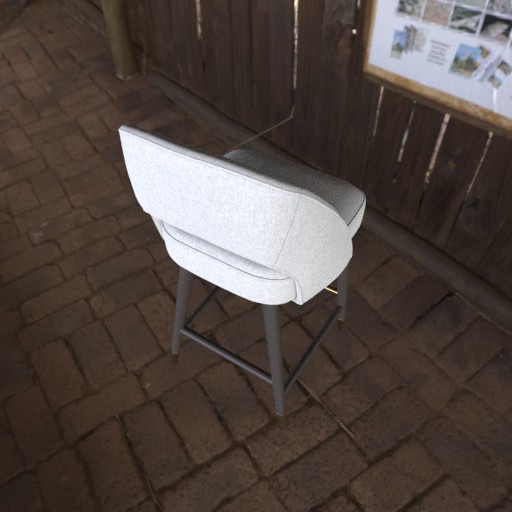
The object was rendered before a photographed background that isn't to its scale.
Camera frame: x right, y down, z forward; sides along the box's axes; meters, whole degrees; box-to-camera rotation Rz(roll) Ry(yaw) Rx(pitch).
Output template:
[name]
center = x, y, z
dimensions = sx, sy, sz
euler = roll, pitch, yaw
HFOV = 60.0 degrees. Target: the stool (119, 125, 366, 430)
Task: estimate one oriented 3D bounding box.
[stool]
center = 0.000, 0.000, 1.223
dimensions = 0.494, 0.940, 0.509
euler = 24, 50, 22
